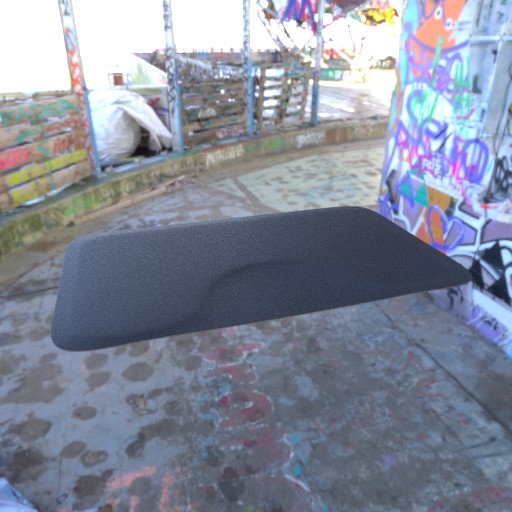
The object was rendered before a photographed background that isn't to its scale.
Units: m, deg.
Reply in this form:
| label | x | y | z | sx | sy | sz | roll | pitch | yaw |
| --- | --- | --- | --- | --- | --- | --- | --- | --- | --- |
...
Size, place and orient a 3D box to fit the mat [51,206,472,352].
| label | x | y | z | sx | sy | sz | roll | pitch | yaw |
| --- | --- | --- | --- | --- | --- | --- | --- | --- | --- |
| mat | 0.000 | 0.000 | 1.839 | 1.524 | 0.013 | 0.918 | -8 | 27 | -16 |
